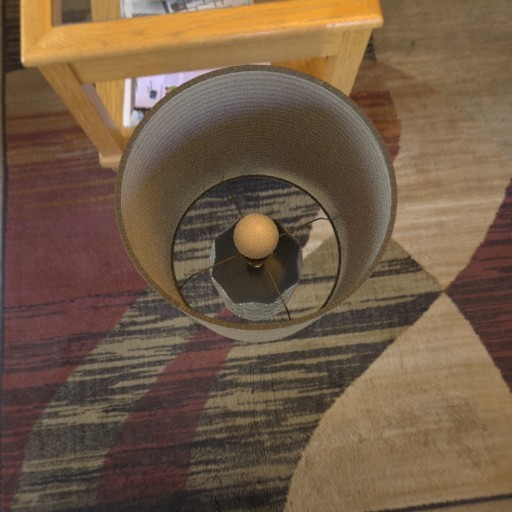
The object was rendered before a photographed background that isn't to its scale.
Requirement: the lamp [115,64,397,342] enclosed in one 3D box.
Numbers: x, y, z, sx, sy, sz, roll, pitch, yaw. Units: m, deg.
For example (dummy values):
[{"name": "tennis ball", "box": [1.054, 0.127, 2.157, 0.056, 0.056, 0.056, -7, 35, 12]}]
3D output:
[{"name": "lamp", "box": [0.000, 0.000, 0.697, 0.268, 0.566, 0.269, -24, 78, -6]}]
